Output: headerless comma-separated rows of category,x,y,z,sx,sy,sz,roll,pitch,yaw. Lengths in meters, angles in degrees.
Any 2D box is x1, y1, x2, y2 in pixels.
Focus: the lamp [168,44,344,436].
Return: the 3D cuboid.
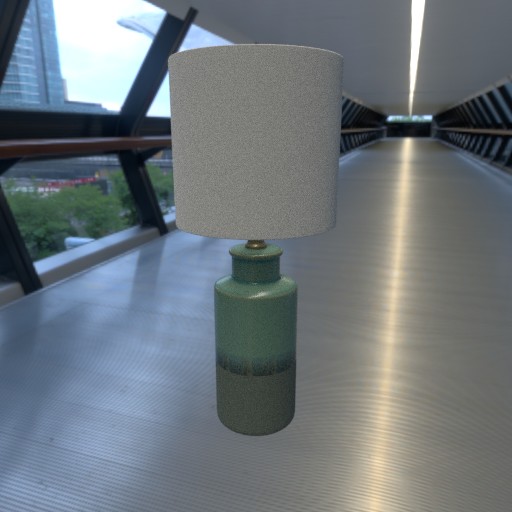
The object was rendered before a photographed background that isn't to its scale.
lamp,0.000,0.000,0.606,0.212,0.493,0.212,-8,17,-26
